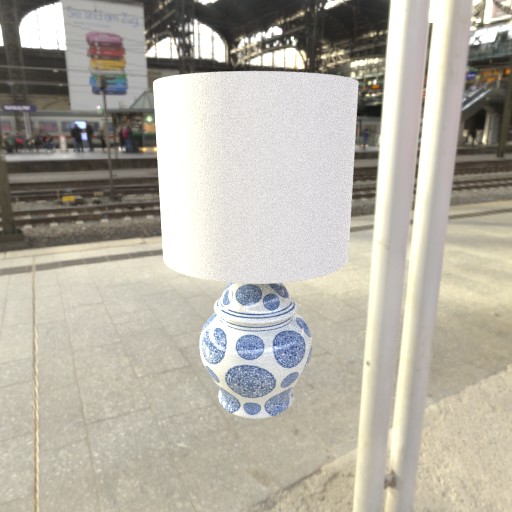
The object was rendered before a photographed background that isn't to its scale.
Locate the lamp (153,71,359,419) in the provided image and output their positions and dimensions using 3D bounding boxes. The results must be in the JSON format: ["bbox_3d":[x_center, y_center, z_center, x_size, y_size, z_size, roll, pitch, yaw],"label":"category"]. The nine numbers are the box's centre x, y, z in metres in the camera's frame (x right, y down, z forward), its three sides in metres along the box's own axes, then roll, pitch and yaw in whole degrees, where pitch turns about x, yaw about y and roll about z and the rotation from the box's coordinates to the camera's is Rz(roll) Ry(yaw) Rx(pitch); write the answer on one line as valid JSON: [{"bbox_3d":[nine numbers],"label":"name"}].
[{"bbox_3d":[0.000,0.000,0.526,0.215,0.381,0.215,-8,18,-27],"label":"lamp"}]
